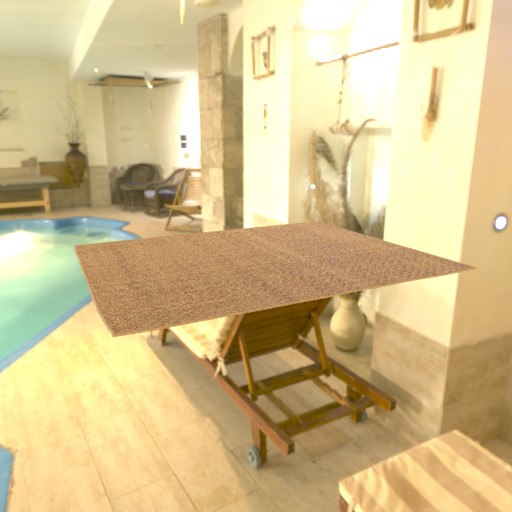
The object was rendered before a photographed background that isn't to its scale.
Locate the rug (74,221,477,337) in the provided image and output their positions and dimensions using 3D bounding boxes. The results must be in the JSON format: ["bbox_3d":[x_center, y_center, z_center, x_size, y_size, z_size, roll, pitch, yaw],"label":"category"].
[{"bbox_3d":[0.000,0.000,4.168,3.048,0.013,2.439,-7,17,-25],"label":"rug"}]
